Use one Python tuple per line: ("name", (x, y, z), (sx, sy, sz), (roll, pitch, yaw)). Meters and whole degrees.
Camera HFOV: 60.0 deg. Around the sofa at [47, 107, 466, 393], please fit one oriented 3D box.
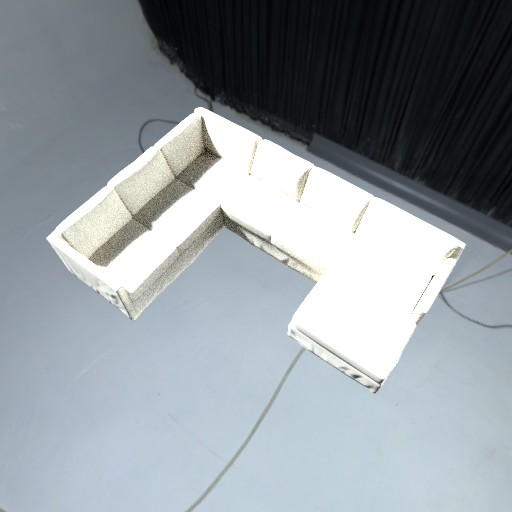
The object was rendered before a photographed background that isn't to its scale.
("sofa", (0.000, 0.000, 4.619), (3.460, 0.882, 2.427), (32, 63, 18))
